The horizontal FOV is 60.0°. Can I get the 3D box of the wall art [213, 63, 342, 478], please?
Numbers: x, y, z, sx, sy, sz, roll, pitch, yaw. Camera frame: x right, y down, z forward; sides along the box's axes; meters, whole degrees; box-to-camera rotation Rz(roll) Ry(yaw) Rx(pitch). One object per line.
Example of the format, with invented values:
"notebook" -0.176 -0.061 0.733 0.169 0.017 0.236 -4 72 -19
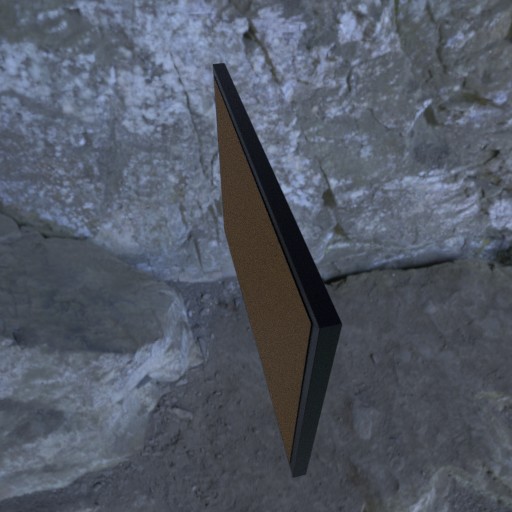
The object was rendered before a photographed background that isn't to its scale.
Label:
"wall art" 0.000 0.000 0.839 0.027 0.458 0.657 -10 47 -9
